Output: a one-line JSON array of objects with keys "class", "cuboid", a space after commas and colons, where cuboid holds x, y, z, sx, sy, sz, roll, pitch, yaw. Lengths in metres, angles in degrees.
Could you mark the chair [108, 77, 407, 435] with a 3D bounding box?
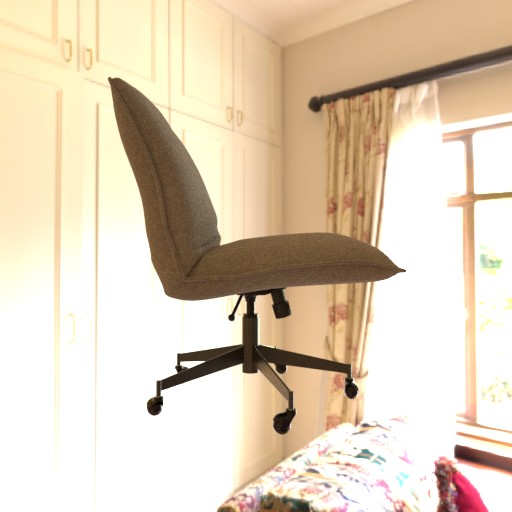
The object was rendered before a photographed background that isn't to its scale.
[{"class": "chair", "cuboid": [0.000, 0.000, 1.273, 0.696, 0.811, 0.597, 0, -1, 0]}]
